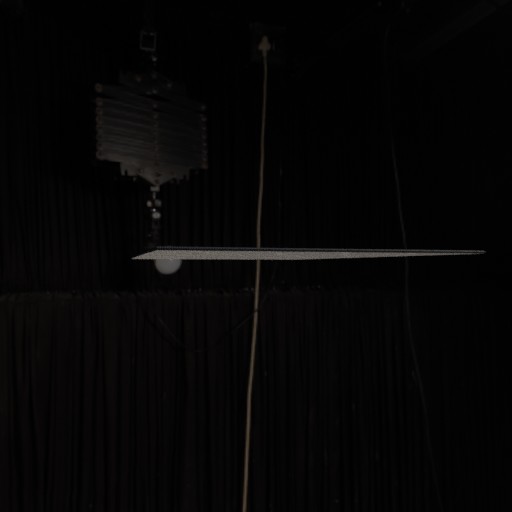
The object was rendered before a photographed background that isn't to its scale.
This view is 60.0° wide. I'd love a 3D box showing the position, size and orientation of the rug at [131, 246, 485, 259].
[{"bbox_3d":[0.000,0.000,2.932,1.528,0.014,2.294,0,-1,-18],"label":"rug"}]
